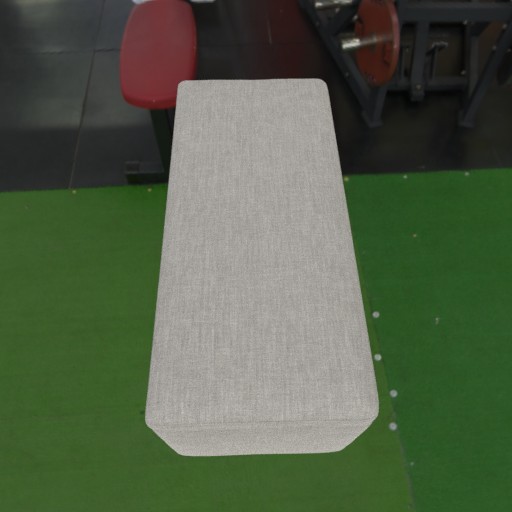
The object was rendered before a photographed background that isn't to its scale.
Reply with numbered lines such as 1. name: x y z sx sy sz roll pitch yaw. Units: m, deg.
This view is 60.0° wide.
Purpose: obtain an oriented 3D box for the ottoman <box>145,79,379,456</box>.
1. ottoman: 0.000 0.000 1.127 0.419 0.432 0.902 -1 59 -1
